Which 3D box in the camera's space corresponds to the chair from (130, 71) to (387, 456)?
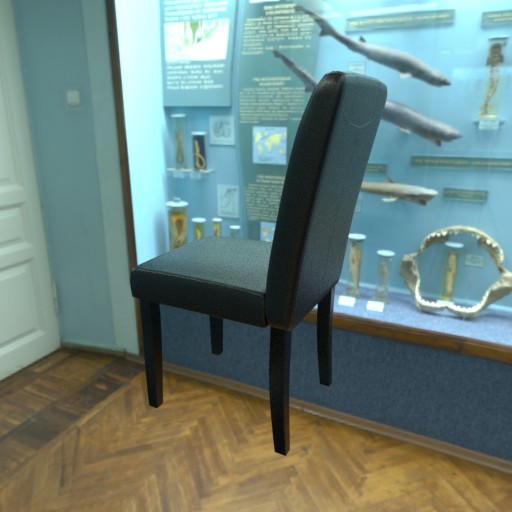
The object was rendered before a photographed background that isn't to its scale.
[{"bbox_3d":[0.000,0.000,1.204,0.556,0.897,0.399,9,20,26],"label":"chair"}]
